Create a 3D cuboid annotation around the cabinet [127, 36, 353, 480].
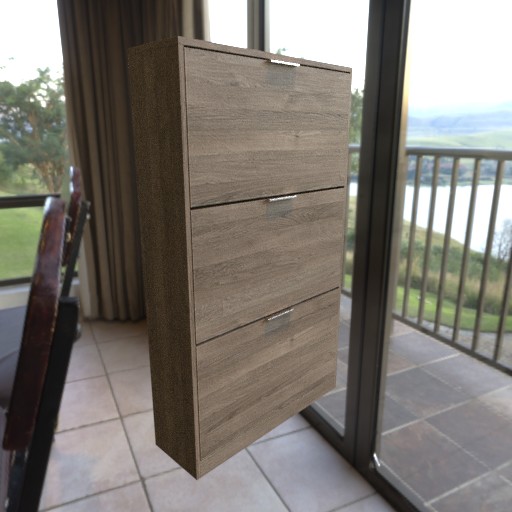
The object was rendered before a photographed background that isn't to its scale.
[{"bbox_3d":[0.000,0.000,1.559,0.250,1.280,0.750,15,21,43],"label":"cabinet"}]
